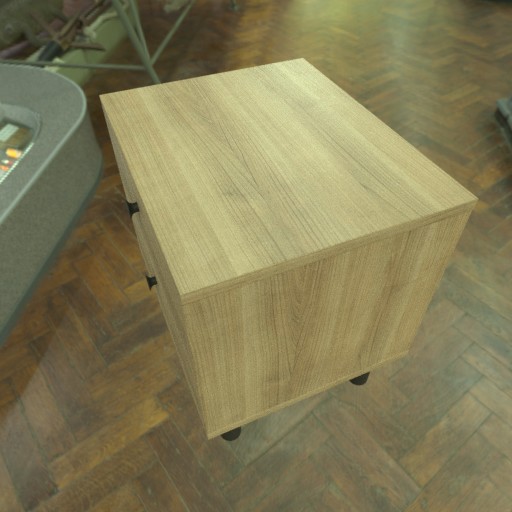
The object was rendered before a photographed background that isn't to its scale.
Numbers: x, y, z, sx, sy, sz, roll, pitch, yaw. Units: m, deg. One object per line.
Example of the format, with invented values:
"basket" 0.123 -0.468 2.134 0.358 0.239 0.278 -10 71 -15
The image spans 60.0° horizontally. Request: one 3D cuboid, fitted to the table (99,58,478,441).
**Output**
"table" 0.000 0.000 0.778 0.380 0.460 0.445 -17 48 -16
